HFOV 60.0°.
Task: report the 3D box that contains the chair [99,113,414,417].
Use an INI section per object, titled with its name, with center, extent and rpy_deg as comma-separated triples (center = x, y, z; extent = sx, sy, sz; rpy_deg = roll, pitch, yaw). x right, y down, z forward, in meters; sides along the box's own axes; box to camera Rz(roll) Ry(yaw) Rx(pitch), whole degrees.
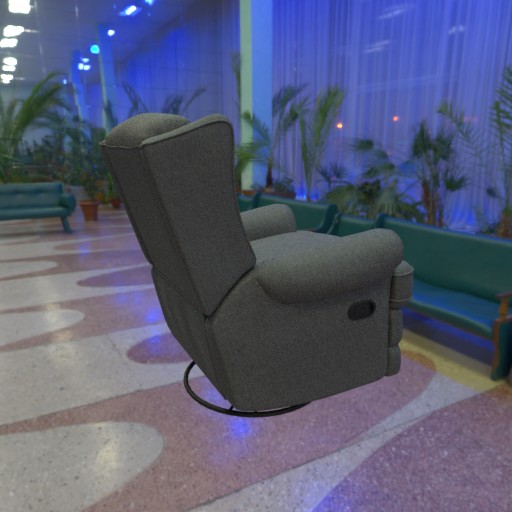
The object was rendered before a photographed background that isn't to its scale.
[chair]
center = 0.000, 0.000, 1.679
extent = 0.969, 1.011, 0.847
rpy_deg = -8, 16, -27
